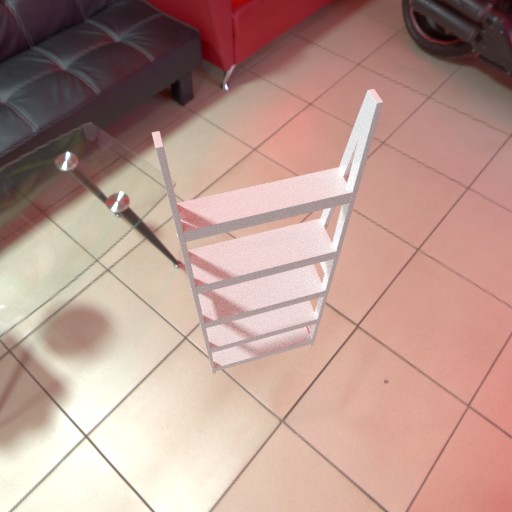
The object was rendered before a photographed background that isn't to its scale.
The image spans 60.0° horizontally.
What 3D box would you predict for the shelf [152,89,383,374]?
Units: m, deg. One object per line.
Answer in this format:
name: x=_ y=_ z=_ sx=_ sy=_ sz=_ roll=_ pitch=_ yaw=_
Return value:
shelf: x=0.000 y=0.000 z=2.005 sx=0.636 sy=1.779 sz=0.341 roll=-14 pitch=58 yaw=-9
